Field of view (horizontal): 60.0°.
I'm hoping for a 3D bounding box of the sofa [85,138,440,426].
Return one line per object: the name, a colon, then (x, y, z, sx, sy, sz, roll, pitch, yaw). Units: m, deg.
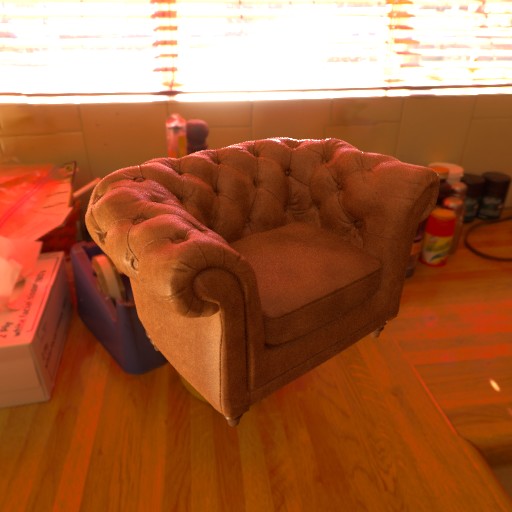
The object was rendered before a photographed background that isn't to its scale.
sofa: (0.000, 0.000, 2.079, 1.405, 0.878, 1.033, -21, 35, -33)
